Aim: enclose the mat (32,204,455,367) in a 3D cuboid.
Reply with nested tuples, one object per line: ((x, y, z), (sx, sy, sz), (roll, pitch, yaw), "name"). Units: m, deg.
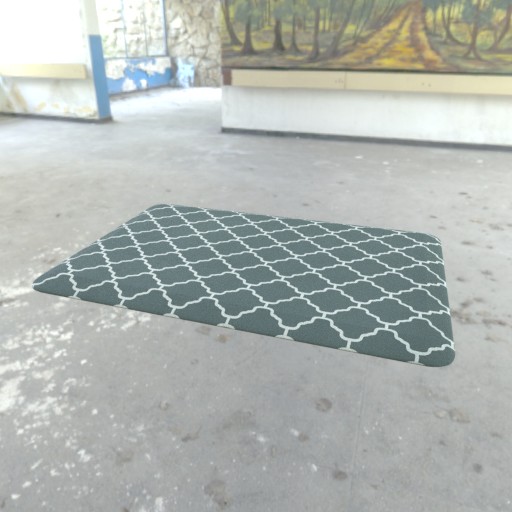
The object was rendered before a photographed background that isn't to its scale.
((0.000, 0.000, 0.945), (0.762, 0.021, 0.508), (8, 27, 16), "mat")
